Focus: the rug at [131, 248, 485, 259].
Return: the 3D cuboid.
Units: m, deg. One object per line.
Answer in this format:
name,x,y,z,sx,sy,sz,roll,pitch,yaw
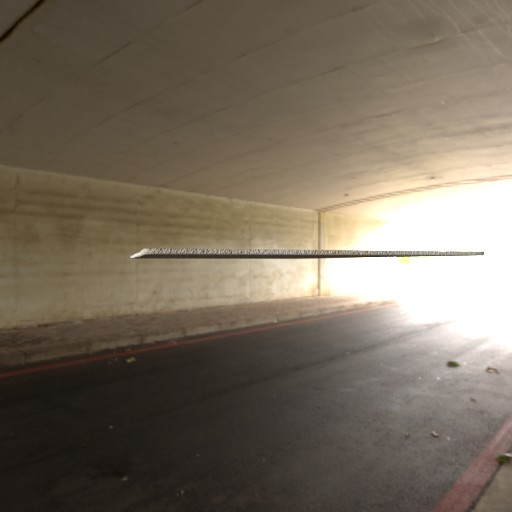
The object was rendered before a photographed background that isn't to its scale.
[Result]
rug,0.000,0.000,3.401,1.798,0.025,2.698,0,-1,-17
